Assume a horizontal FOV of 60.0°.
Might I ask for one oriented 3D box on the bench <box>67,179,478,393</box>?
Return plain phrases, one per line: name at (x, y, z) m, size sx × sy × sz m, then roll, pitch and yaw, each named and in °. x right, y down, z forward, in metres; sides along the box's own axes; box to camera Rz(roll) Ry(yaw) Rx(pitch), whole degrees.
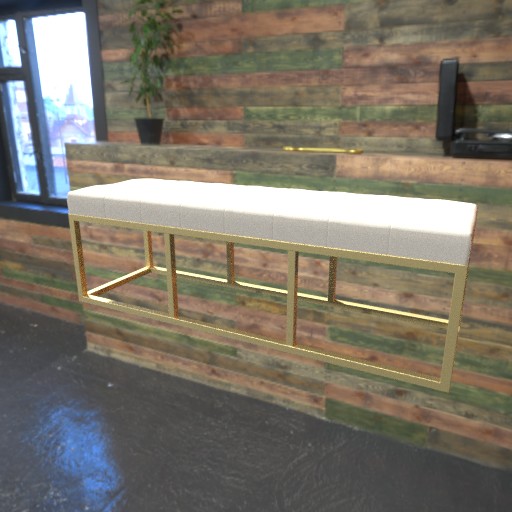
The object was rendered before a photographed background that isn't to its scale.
bench at (0.000, 0.000, 1.701) m, size 1.473 × 0.484 × 0.457 m, roll 9°, pitch 19°, yaw 26°
